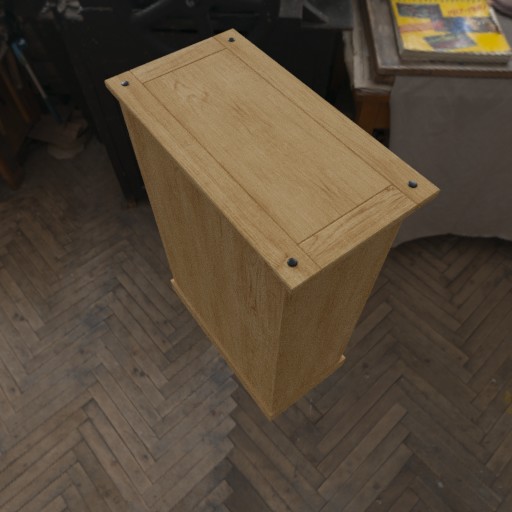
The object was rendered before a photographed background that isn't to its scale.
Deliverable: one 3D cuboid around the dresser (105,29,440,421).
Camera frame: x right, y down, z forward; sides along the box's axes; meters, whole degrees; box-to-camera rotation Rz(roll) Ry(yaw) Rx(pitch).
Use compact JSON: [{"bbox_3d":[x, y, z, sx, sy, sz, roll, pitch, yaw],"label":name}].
[{"bbox_3d":[0.000,0.000,1.781,0.485,1.300,0.915,-32,62,-19],"label":"dresser"}]
